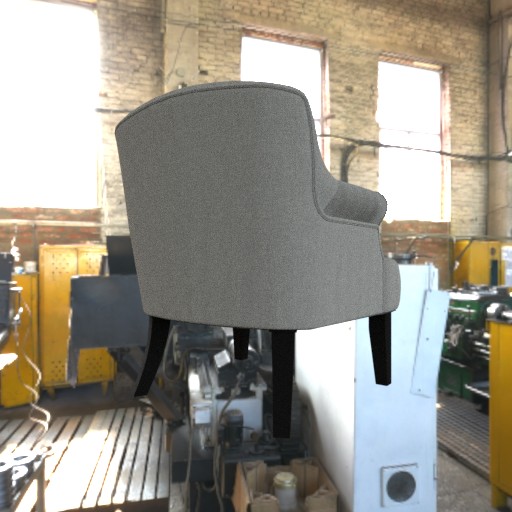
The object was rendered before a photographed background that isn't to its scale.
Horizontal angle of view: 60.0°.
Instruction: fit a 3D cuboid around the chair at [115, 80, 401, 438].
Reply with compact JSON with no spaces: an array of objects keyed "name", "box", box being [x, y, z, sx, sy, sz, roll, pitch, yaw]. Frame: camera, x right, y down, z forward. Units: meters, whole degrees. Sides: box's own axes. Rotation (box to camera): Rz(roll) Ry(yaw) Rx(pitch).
[{"name":"chair","box":[0.000,0.000,1.457,0.772,0.880,0.755,0,0,37]}]
